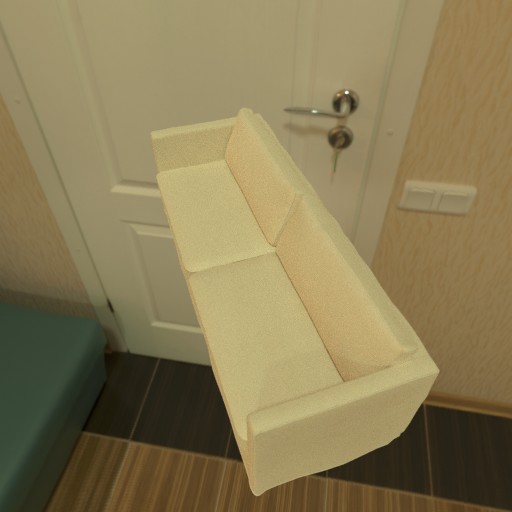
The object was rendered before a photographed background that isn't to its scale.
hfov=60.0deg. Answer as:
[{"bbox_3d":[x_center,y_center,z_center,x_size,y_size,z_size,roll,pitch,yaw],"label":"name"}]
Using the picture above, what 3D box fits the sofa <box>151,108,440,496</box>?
[{"bbox_3d":[0.000,0.000,3.236,1.036,0.999,2.779,-14,48,-13],"label":"sofa"}]
